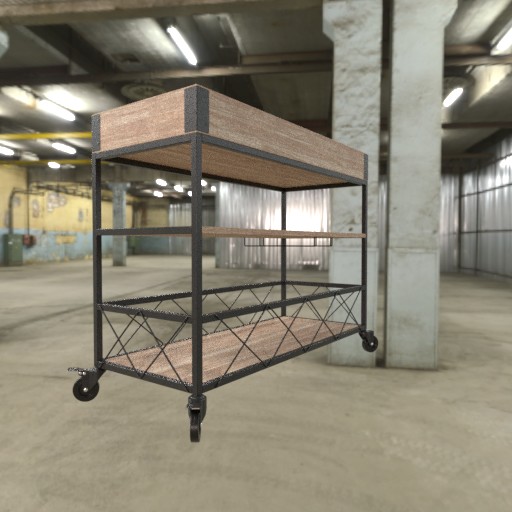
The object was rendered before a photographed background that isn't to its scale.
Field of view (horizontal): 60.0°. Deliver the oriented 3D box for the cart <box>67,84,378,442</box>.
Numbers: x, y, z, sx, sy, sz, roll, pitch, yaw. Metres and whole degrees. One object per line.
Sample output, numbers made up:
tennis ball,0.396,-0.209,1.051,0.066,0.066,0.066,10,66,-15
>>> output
cart,0.000,0.000,1.498,0.500,0.787,1.101,1,2,37
